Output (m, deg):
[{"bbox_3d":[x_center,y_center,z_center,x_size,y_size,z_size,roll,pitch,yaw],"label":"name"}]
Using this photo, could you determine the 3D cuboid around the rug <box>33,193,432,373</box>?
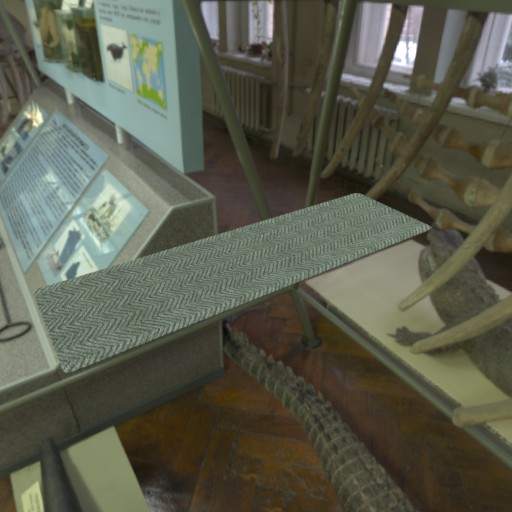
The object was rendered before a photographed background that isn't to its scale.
[{"bbox_3d":[0.000,0.000,2.556,2.286,0.008,0.686,-19,36,-28],"label":"rug"}]
